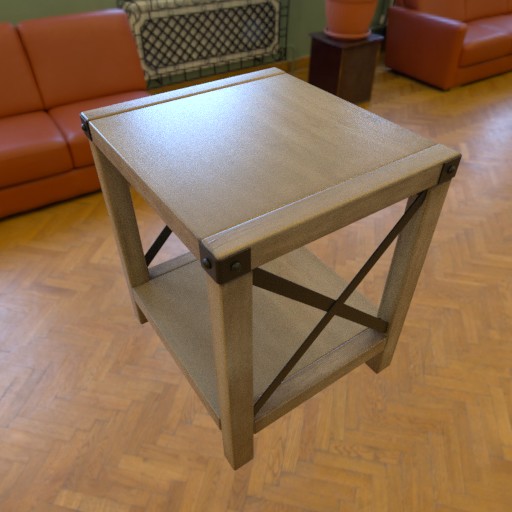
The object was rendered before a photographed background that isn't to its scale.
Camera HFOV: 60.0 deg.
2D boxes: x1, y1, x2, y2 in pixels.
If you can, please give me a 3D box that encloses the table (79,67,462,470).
[{"bbox_3d":[0.000,0.000,0.932,0.459,0.561,0.510,-24,46,-25],"label":"table"}]
